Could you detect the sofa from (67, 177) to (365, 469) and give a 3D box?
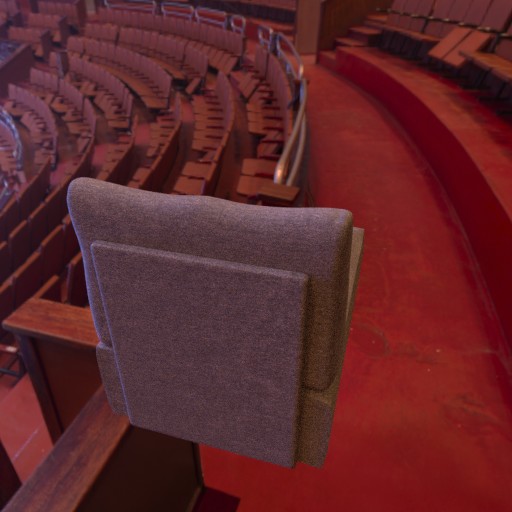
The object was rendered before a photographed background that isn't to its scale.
[{"bbox_3d":[0.000,0.000,1.542,0.700,0.820,1.000,9,32,14],"label":"sofa"}]
